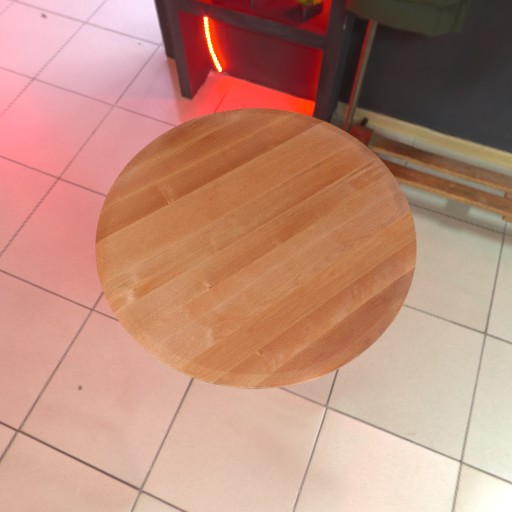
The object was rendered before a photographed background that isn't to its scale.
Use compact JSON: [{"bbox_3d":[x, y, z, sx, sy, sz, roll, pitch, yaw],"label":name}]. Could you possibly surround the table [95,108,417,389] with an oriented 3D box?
[{"bbox_3d":[0.000,0.000,1.430,0.900,0.400,0.900,0,63,0],"label":"table"}]
